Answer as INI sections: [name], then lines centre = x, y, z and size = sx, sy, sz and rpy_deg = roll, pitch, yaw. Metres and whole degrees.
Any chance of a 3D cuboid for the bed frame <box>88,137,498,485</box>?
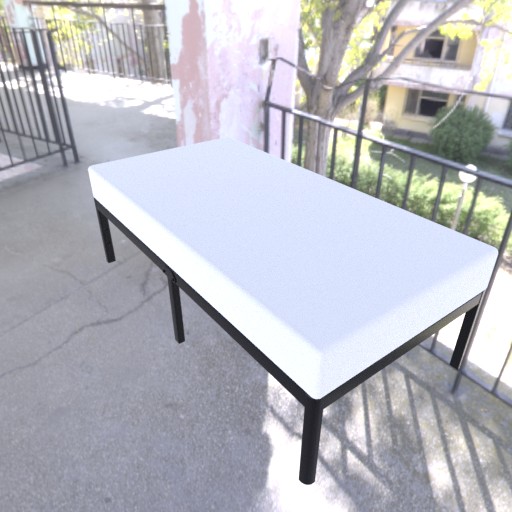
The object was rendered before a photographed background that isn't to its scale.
[bed frame]
centre = 0.000, 0.000, 2.350
size = 1.023, 0.659, 1.950
rpy_deg = -21, 37, -31
